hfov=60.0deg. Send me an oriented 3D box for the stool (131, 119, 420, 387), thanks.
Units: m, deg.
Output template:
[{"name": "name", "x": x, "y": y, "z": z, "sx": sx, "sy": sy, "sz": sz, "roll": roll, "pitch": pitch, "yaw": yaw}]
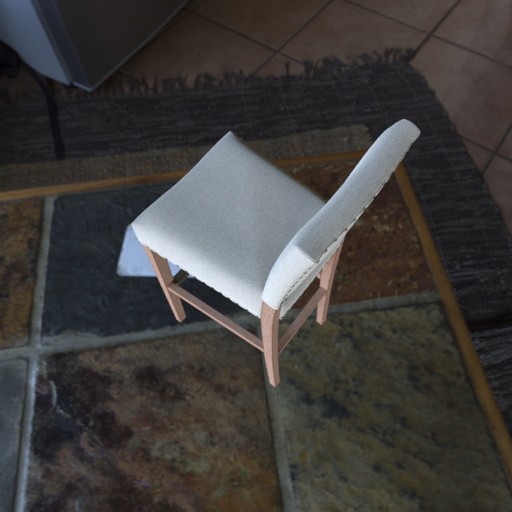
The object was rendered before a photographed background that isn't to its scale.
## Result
[{"name": "stool", "x": 0.000, "y": 0.000, "z": 1.366, "sx": 0.546, "sy": 1.143, "sz": 0.428, "roll": 35, "pitch": 68, "yaw": 17}]
